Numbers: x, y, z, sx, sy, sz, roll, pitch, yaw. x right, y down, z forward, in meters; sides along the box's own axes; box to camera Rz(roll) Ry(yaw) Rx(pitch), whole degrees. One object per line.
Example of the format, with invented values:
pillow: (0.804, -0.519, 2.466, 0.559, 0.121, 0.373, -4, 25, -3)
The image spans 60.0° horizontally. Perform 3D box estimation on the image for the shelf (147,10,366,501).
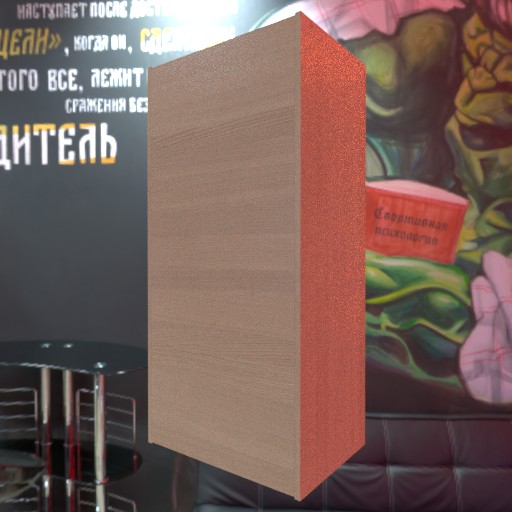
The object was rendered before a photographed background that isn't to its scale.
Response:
shelf: (0.000, 0.000, 1.032, 0.417, 0.876, 0.292, 0, 1, 37)
